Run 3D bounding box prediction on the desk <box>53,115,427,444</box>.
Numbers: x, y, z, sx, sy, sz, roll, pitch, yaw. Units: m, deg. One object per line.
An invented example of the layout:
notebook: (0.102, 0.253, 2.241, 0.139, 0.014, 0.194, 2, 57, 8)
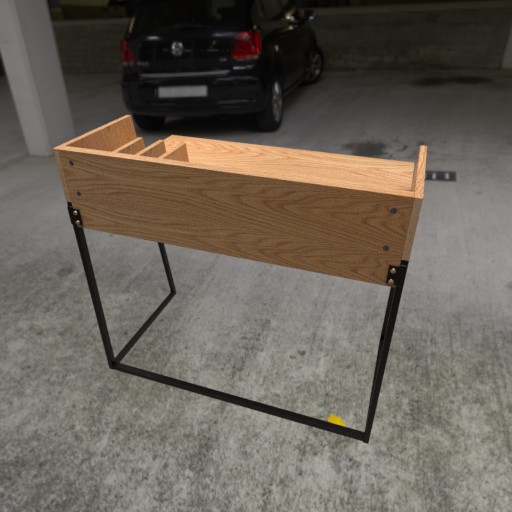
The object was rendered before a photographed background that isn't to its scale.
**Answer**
desk: (0.000, 0.000, 1.911, 1.191, 1.061, 0.769, 11, 34, 16)
